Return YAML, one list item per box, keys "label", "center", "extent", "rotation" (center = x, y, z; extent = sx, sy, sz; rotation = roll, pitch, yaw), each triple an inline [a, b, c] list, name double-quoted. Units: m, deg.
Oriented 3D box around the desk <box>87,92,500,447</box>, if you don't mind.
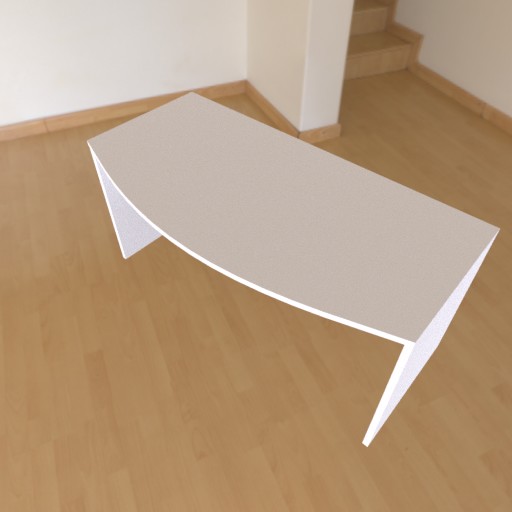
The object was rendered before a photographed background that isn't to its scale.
- label: "desk"
  center: [0.000, 0.000, 1.998]
  extent: [1.600, 0.750, 0.802]
  rotation: [32, 54, 28]
